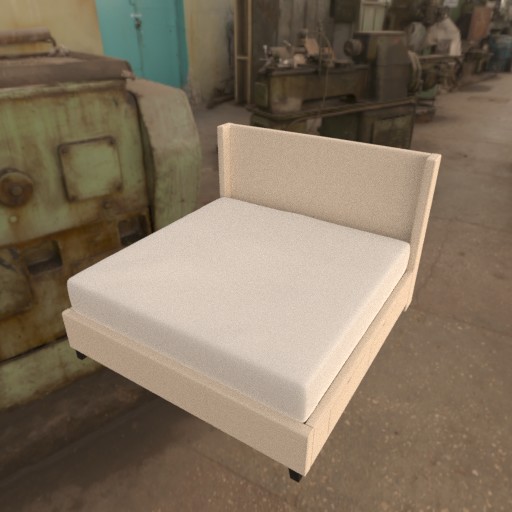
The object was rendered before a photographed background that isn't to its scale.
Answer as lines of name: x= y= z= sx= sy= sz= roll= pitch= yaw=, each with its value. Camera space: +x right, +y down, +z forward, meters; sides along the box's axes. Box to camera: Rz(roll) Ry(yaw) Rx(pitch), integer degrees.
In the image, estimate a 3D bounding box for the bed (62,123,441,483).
bed: x=0.000 y=0.000 z=3.627 sx=2.145 sy=1.471 sz=2.293 roll=17 pitch=34 yaw=28
